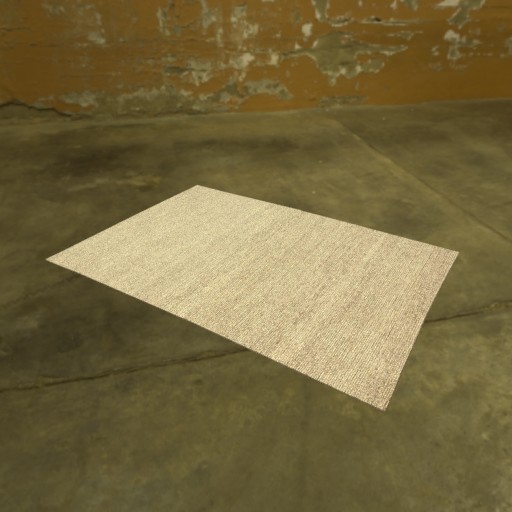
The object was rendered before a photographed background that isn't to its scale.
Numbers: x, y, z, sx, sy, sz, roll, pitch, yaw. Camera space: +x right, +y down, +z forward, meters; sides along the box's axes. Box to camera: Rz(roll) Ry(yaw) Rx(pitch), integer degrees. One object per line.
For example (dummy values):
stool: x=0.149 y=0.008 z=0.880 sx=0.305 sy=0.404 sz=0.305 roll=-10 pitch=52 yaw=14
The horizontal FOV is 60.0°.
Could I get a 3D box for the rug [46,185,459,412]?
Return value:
rug: x=0.000 y=0.000 z=3.016 sx=2.342 sy=0.030 sz=1.609 roll=18 pitch=35 yaw=28
